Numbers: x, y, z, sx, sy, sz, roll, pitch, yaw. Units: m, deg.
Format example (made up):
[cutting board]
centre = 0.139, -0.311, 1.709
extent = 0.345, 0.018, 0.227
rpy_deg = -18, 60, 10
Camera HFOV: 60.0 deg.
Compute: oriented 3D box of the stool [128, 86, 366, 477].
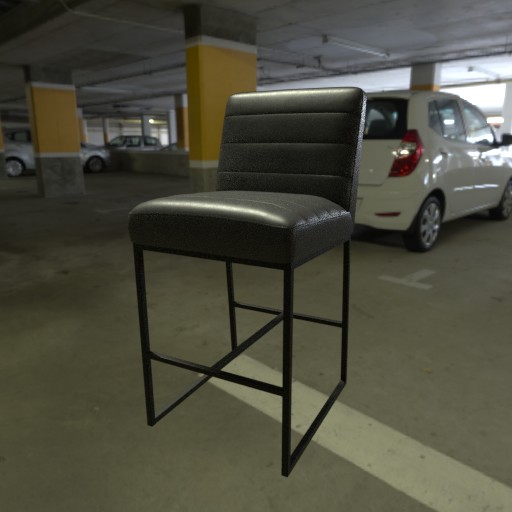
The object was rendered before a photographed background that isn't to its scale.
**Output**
[stool]
centre = 0.000, 0.000, 1.264
extent = 0.457, 0.938, 0.552
rpy_deg = 8, 16, 27
